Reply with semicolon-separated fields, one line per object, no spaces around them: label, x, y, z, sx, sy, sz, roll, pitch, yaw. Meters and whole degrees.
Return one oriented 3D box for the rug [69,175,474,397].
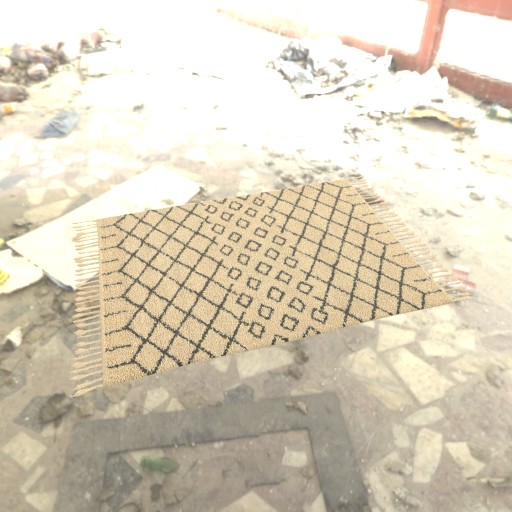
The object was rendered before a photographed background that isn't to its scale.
rug;0.000;0.000;3.260;2.615;0.029;1.664;-11;42;-13
